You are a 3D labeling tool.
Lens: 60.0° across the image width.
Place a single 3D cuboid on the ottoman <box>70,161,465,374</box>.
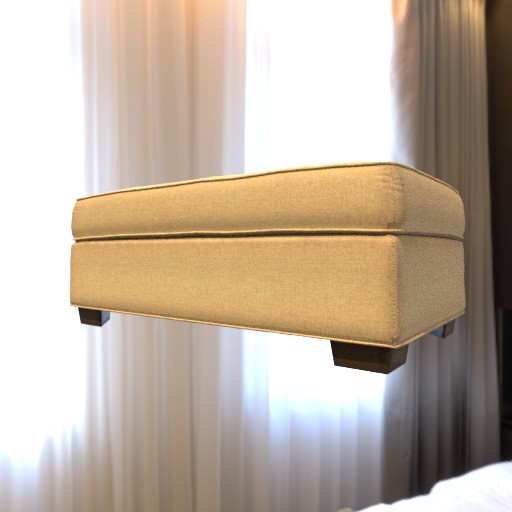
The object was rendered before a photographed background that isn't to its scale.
[{"bbox_3d":[0.000,0.000,1.382,1.097,0.448,0.617,0,1,36],"label":"ottoman"}]
